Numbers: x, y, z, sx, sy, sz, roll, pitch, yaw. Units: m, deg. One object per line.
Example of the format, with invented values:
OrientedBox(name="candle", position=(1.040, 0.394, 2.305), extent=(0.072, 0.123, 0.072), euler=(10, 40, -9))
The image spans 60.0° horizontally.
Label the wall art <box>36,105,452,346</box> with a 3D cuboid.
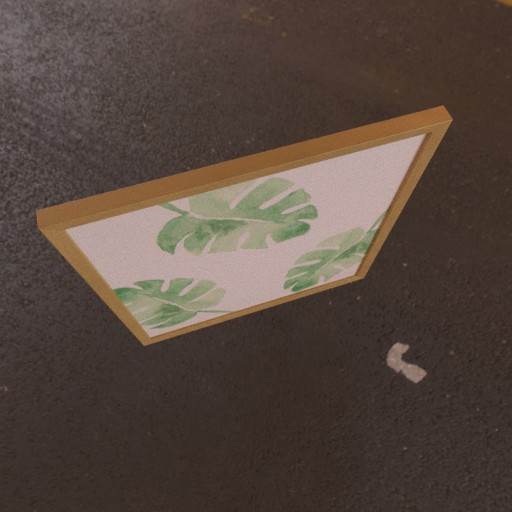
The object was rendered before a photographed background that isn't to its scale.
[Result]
OrientedBox(name="wall art", position=(0.000, 0.000, 1.129), extent=(0.763, 0.763, 0.037), euler=(-16, 65, -8))
